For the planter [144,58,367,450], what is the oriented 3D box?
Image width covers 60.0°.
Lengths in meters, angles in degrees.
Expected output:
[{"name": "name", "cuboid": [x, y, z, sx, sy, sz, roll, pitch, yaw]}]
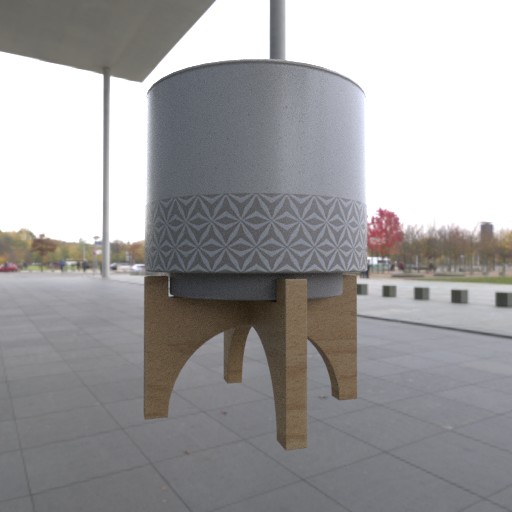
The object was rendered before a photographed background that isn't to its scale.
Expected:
[{"name": "planter", "cuboid": [0.000, 0.000, 0.386, 0.188, 0.260, 0.188, 0, -1, 0]}]
